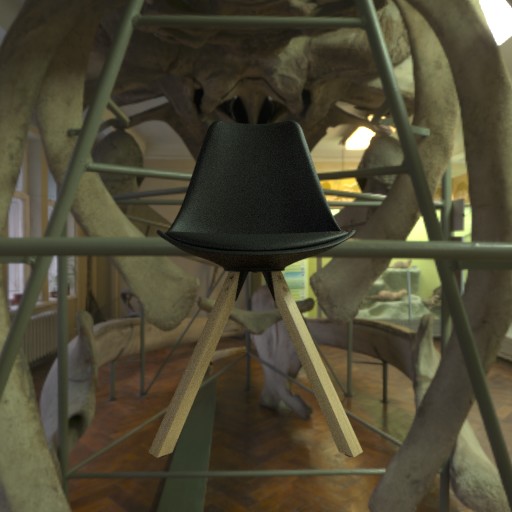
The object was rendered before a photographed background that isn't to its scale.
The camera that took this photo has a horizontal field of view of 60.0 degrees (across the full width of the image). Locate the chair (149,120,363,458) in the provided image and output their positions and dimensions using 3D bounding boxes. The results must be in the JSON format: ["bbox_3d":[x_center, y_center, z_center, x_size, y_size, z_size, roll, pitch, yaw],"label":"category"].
[{"bbox_3d":[0.000,0.000,1.166,0.485,0.850,0.549,0,1,0],"label":"chair"}]
